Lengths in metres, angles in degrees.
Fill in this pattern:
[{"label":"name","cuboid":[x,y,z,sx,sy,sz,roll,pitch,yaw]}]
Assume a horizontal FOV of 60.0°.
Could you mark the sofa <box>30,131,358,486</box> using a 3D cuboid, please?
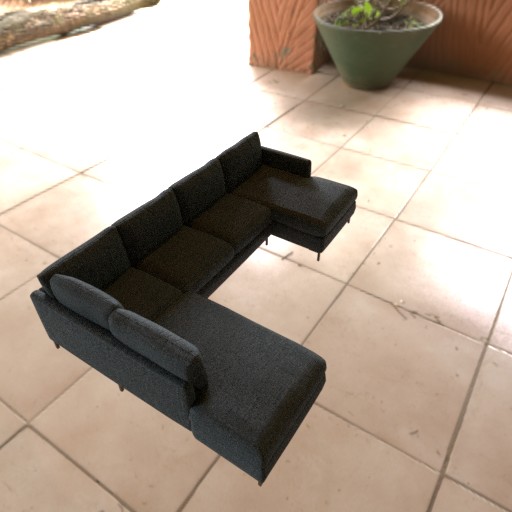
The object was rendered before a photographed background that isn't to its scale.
[{"label":"sofa","cuboid":[0.000,0.000,3.523,1.879,0.753,2.737,23,45,24]}]
